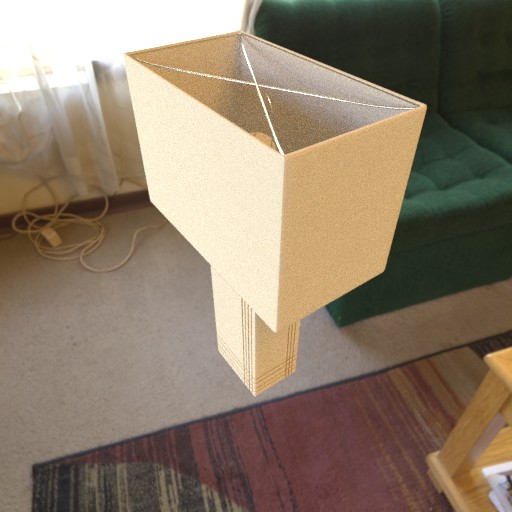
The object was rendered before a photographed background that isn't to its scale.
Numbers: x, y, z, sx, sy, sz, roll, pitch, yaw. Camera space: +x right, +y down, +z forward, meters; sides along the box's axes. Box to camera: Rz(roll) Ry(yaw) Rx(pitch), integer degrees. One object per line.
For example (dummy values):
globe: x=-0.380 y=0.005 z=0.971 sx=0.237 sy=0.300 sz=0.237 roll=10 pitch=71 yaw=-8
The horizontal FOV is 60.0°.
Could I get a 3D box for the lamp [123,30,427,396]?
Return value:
lamp: x=0.000 y=0.000 z=0.679 sx=0.182 sy=0.543 sz=0.334 roll=-25 pitch=47 yaw=-26
